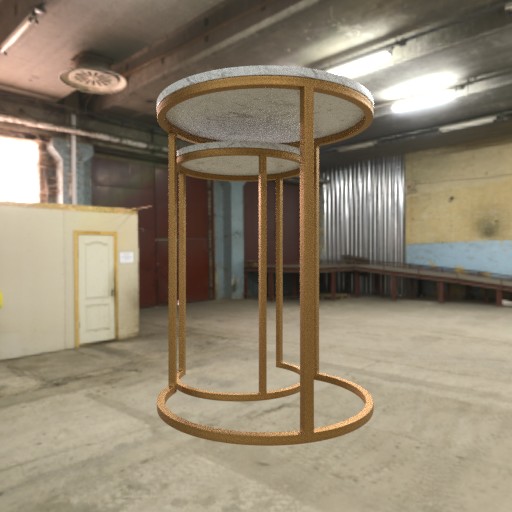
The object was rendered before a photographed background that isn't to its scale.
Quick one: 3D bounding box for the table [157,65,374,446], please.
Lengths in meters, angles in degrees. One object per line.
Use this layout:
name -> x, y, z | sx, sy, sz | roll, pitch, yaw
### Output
table -> 0.000, 0.000, 0.891 | 0.400, 0.550, 0.507 | 0, 0, -18
